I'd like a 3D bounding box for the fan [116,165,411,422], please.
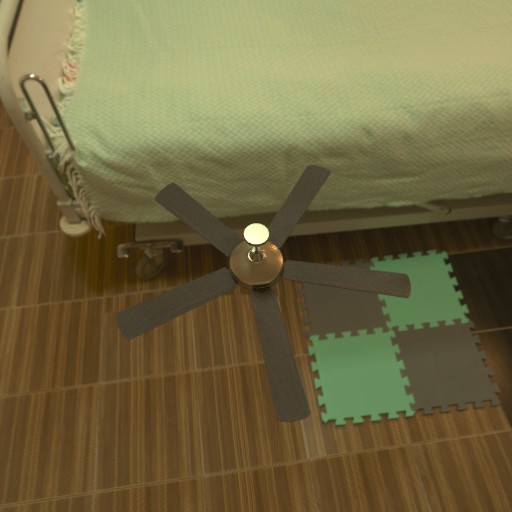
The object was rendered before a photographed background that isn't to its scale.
[{"bbox_3d":[0.000,0.000,1.991,1.321,0.356,1.321,-33,64,-18],"label":"fan"}]
